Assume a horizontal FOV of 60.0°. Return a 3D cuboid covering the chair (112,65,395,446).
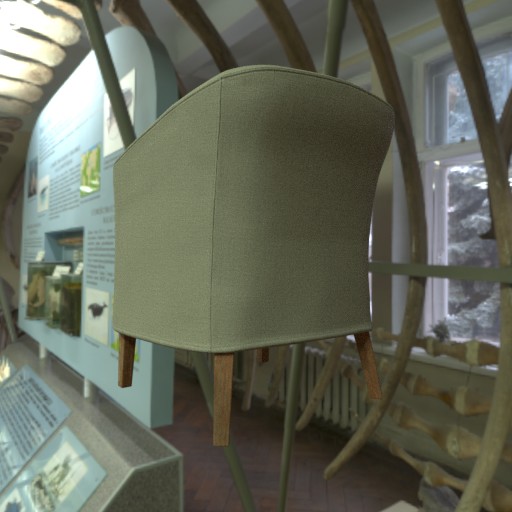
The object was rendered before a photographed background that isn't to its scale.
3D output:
[{"bbox_3d":[0.000,0.000,1.231,0.600,0.771,0.668,0,0,-37],"label":"chair"}]
